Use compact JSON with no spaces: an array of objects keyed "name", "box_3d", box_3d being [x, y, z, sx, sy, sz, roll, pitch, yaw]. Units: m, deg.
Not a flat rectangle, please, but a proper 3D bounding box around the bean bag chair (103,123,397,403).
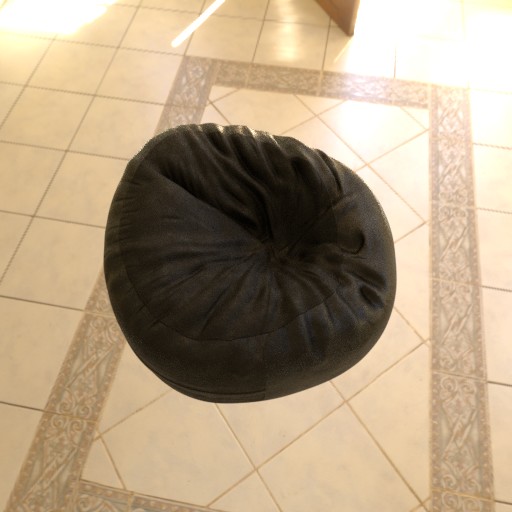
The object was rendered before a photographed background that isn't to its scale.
[{"name":"bean bag chair","box_3d":[0.000,0.000,2.424,1.524,0.878,1.524,1,62,0]}]
